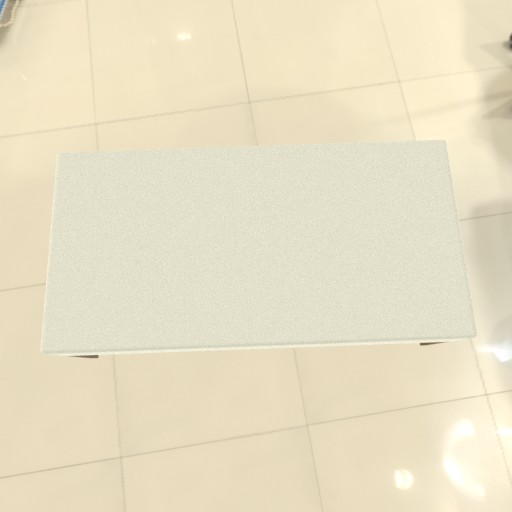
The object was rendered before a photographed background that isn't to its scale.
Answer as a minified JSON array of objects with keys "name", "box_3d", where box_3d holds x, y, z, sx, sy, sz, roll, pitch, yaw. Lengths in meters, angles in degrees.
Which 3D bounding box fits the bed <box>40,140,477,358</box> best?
[{"name":"bed","box_3d":[0.000,0.000,2.321,1.902,0.616,0.961,-2,75,-1]}]
